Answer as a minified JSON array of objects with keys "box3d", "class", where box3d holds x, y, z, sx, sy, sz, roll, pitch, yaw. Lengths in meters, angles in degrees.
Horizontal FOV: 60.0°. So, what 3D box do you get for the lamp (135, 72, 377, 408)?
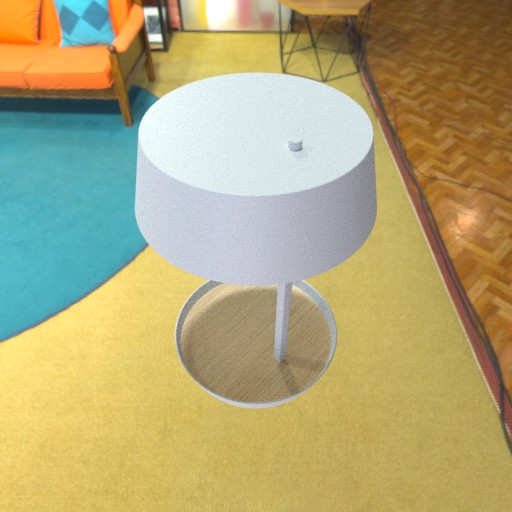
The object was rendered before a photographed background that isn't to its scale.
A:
[{"box3d":[0.000,0.000,0.620,0.291,0.429,0.291,0,46,0],"class":"lamp"}]
